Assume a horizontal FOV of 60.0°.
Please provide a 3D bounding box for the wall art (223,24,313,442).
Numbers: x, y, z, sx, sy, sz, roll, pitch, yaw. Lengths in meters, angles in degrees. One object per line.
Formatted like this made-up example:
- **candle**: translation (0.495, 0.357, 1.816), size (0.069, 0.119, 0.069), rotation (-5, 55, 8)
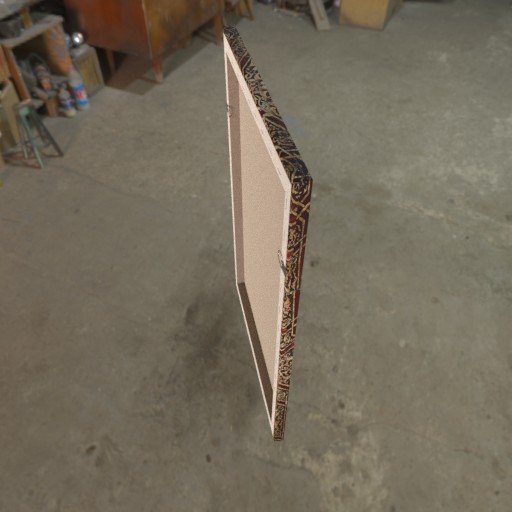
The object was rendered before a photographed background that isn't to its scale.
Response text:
- **wall art**: translation (0.000, 0.000, 1.130), size (0.030, 0.904, 0.599), rotation (-9, 47, -8)
